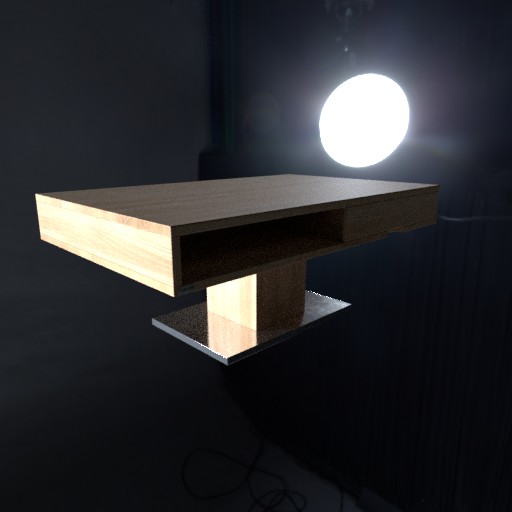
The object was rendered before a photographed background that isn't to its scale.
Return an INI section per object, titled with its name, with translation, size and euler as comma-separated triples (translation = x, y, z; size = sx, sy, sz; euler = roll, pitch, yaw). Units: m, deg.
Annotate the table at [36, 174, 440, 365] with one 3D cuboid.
[table]
translation = 0.000, 0.000, 1.465
size = 1.100, 0.440, 0.700
euler = -14, 20, -42
